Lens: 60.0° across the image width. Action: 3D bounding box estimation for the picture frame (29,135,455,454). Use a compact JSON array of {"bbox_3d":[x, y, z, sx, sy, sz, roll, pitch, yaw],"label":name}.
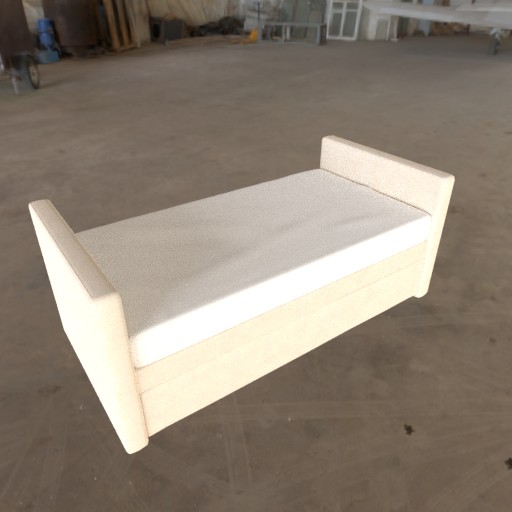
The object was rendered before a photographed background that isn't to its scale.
[{"bbox_3d":[0.000,0.000,2.688,2.161,0.891,1.069,-20,36,-30],"label":"picture frame"}]
